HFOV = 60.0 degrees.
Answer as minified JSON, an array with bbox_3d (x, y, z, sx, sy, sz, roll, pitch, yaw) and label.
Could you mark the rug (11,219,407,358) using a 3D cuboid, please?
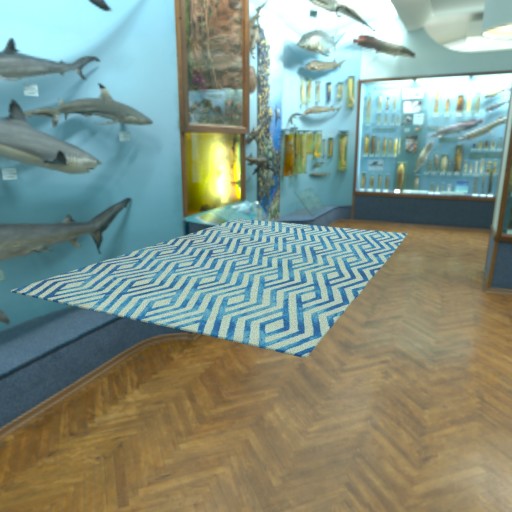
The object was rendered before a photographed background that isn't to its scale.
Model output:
[{"bbox_3d":[0.000,0.000,2.252,1.225,0.008,1.830,7,16,26],"label":"rug"}]
